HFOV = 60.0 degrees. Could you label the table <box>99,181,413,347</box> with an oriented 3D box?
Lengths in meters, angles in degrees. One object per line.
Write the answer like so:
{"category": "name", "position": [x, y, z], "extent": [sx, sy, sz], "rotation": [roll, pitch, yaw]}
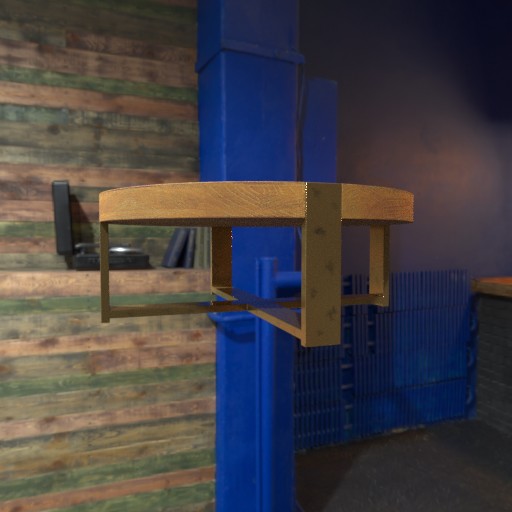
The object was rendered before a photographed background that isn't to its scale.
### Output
{"category": "table", "position": [0.000, 0.000, 1.659], "extent": [1.100, 0.420, 1.100], "rotation": [0, 3, 0]}
